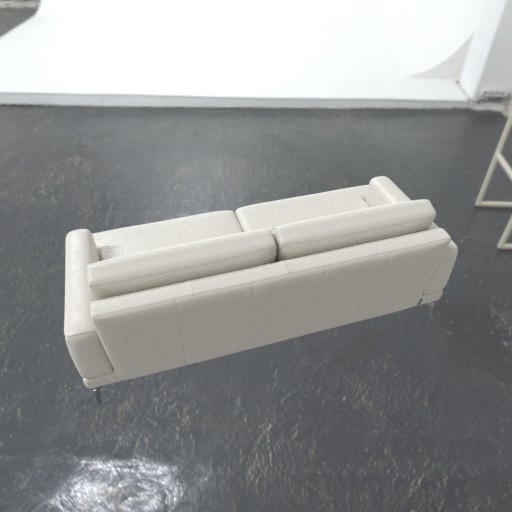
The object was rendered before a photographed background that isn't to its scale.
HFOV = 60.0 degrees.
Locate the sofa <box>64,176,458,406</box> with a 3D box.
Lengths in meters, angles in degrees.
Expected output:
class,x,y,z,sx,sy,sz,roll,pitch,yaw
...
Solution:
class,x,y,z,sx,sy,sz,roll,pitch,yaw
sofa,0.000,0.000,2.424,1.940,0.765,0.974,-12,43,-13
